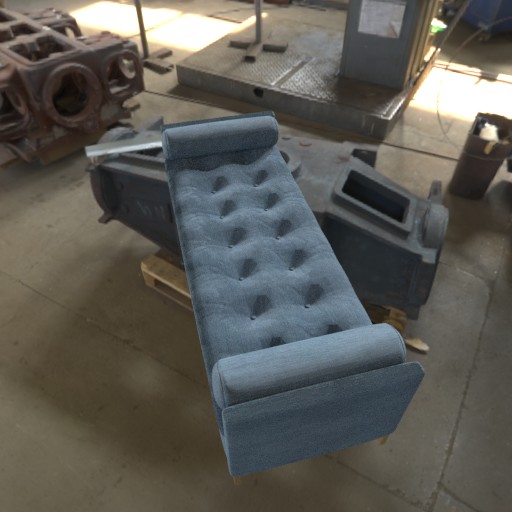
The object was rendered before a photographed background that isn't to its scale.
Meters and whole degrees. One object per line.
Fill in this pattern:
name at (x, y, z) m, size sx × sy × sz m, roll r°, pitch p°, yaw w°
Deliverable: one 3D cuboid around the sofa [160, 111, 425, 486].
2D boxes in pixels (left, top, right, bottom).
sofa at (0.000, 0.000, 2.490) m, size 0.796 × 0.705 × 2.102 m, roll -11°, pitch 47°, yaw -10°
